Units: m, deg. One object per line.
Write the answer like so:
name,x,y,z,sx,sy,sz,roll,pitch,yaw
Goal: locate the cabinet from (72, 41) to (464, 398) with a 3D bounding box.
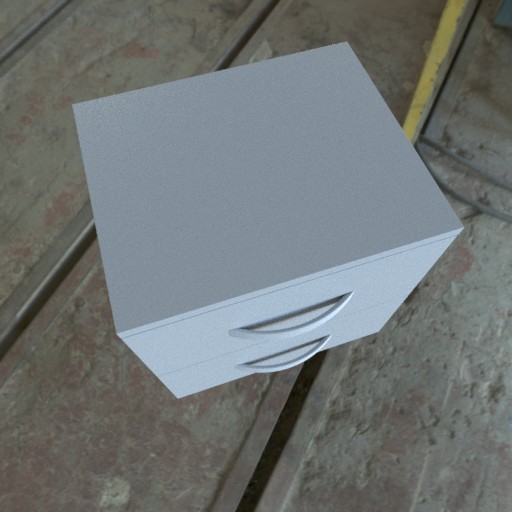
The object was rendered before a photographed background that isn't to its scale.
cabinet,0.000,0.000,0.754,0.400,0.470,0.360,-16,64,-8
